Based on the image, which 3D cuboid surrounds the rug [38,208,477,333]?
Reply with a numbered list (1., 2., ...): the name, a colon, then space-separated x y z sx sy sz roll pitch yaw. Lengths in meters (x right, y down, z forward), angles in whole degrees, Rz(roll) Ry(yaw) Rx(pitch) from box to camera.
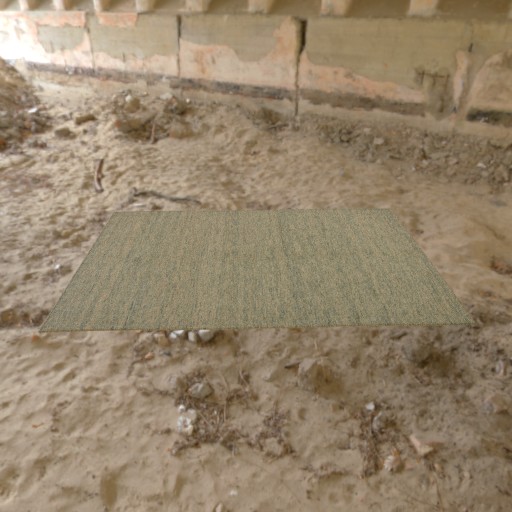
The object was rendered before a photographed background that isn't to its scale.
1. rug: 0.000 0.000 2.977 2.283 0.013 1.547 -1 29 -1
